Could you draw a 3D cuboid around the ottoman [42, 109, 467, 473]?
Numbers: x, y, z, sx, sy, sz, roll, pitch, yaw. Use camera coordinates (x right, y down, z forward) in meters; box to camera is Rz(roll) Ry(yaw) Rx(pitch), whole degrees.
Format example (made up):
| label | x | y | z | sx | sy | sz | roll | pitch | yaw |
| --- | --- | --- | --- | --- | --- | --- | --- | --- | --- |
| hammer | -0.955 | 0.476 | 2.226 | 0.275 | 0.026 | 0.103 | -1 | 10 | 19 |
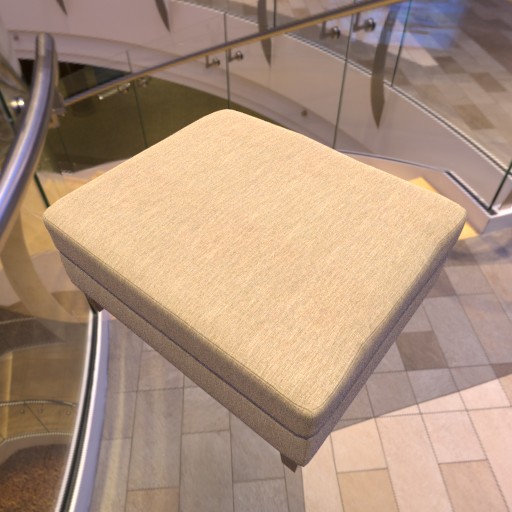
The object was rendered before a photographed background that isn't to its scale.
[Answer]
| label | x | y | z | sx | sy | sz | roll | pitch | yaw |
| --- | --- | --- | --- | --- | --- | --- | --- | --- | --- |
| ottoman | 0.000 | 0.000 | 1.425 | 0.976 | 0.492 | 0.836 | 31 | 53 | 26 |
